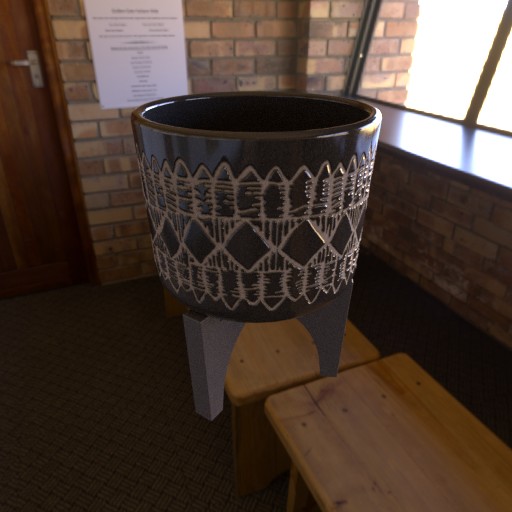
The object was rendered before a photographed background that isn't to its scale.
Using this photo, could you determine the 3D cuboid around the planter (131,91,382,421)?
[{"bbox_3d":[0.000,0.000,0.275,0.129,0.177,0.129,0,28,0],"label":"planter"}]
